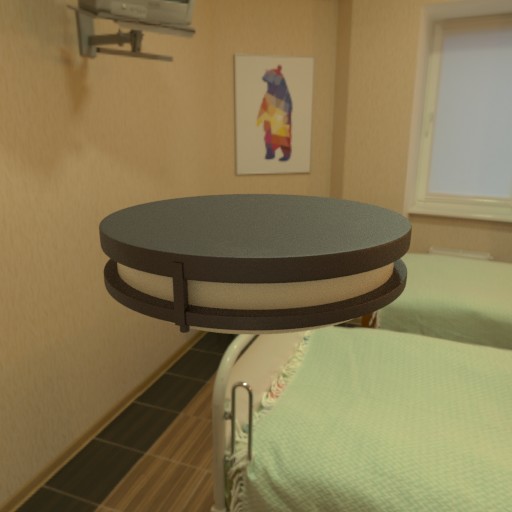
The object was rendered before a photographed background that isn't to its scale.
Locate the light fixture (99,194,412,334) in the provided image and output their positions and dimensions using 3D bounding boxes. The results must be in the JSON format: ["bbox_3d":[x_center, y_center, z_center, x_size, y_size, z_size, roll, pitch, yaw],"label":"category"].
[{"bbox_3d":[0.000,0.000,0.544,0.356,0.102,0.356,0,16,0],"label":"light fixture"}]
